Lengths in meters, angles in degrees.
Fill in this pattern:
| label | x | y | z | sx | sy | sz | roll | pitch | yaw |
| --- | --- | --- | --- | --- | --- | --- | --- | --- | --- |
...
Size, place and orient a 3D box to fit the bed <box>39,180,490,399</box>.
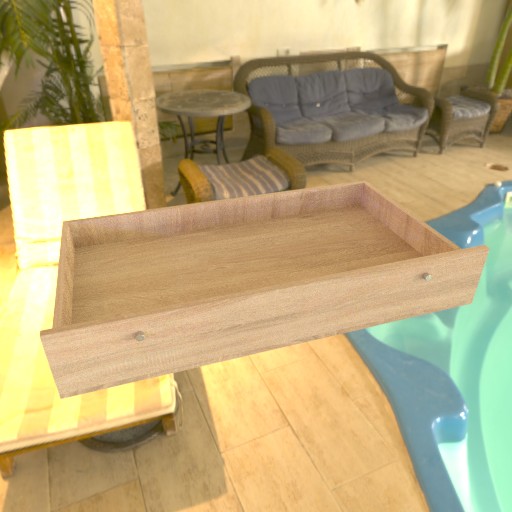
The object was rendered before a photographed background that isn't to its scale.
| label | x | y | z | sx | sy | sz | roll | pitch | yaw |
| --- | --- | --- | --- | --- | --- | --- | --- | --- | --- |
| bed | 0.000 | 0.000 | 1.437 | 1.200 | 0.209 | 0.685 | -10 | 33 | -15 |
